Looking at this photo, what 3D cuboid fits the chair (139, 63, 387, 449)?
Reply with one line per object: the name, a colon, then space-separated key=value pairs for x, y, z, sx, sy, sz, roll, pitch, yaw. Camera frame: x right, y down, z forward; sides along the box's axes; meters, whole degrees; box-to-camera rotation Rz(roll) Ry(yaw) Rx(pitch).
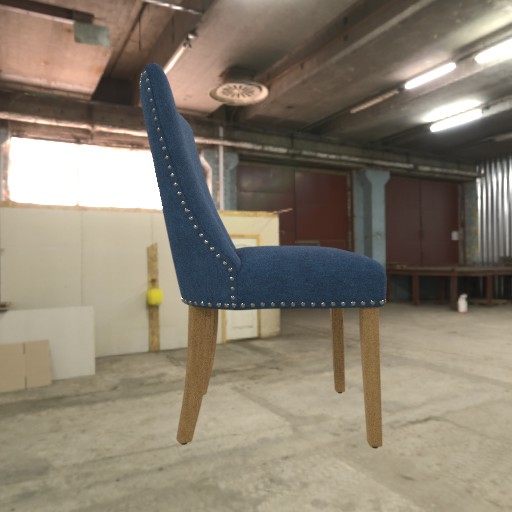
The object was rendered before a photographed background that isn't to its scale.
chair: x=0.000 y=0.000 z=1.251 sx=0.610 sy=0.902 sz=0.495 roll=0 pitch=0 yaw=0
